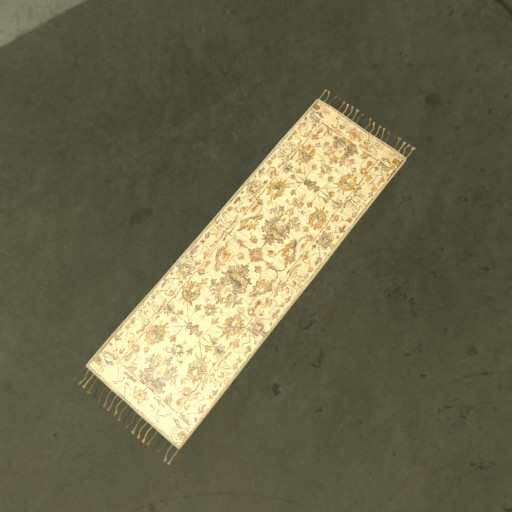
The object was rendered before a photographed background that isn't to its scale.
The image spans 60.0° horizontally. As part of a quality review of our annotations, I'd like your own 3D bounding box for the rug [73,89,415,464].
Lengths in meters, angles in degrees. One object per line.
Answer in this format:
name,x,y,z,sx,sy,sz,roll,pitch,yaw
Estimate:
rug,0.000,0.000,2.700,0.729,0.021,2.438,38,78,9
